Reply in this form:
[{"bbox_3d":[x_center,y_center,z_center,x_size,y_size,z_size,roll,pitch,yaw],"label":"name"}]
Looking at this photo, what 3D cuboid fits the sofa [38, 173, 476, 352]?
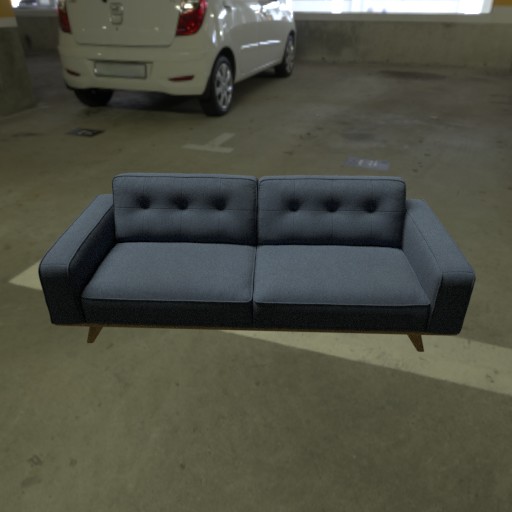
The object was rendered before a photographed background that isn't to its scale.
[{"bbox_3d":[0.000,0.000,2.729,2.270,0.782,0.953,1,31,2],"label":"sofa"}]
